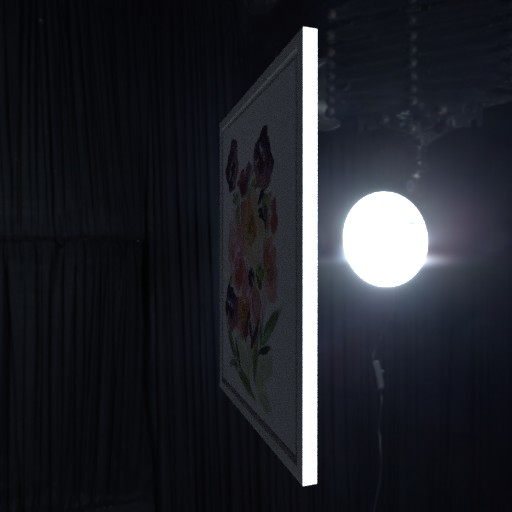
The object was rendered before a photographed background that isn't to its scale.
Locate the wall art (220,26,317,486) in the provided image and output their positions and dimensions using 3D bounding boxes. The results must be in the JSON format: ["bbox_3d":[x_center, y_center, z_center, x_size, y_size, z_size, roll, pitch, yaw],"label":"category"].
[{"bbox_3d":[0.000,0.000,1.405,0.042,1.056,0.805,0,0,-18],"label":"wall art"}]
